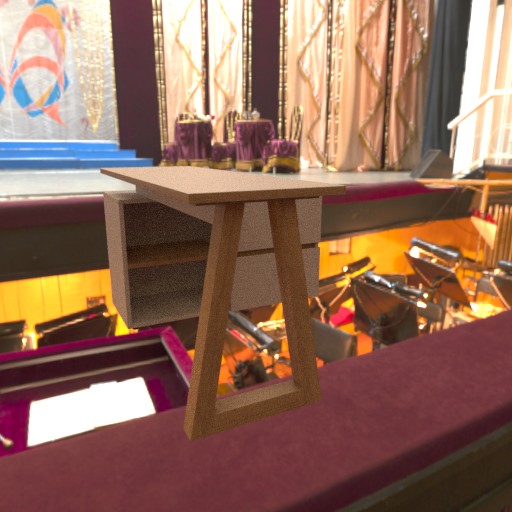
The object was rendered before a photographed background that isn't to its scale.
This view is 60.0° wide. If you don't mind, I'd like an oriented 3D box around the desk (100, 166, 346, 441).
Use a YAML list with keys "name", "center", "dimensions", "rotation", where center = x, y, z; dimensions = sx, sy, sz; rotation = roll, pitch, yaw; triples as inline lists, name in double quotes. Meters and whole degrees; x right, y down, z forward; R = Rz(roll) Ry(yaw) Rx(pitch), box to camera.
- name: "desk"
  center: [0.000, 0.000, 2.033]
  dimensions: [1.098, 0.755, 1.404]
  rotation: [-7, 16, -26]
